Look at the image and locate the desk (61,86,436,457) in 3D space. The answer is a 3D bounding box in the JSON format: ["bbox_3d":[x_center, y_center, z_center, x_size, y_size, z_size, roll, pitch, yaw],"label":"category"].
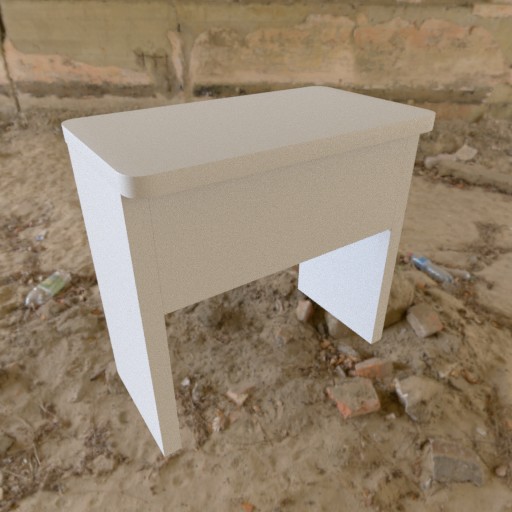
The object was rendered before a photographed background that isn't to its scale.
[{"bbox_3d":[0.000,0.000,1.233,0.790,0.760,0.446,-19,36,-29],"label":"desk"}]
